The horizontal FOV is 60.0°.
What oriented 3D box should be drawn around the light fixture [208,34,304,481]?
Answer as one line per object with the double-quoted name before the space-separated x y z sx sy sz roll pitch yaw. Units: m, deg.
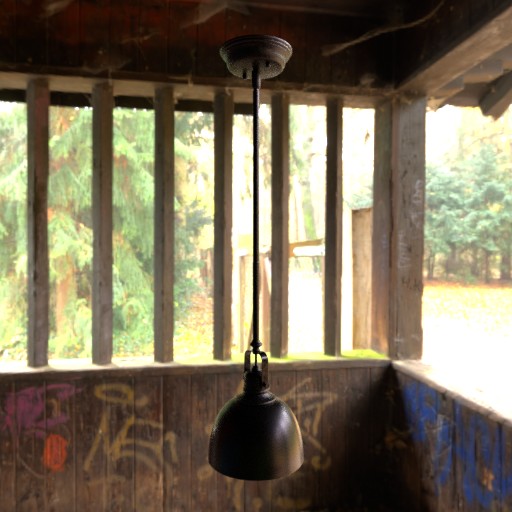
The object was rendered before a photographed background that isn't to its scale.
"light fixture" 0.000 0.000 0.840 0.182 0.768 0.182 -1 1 -38
